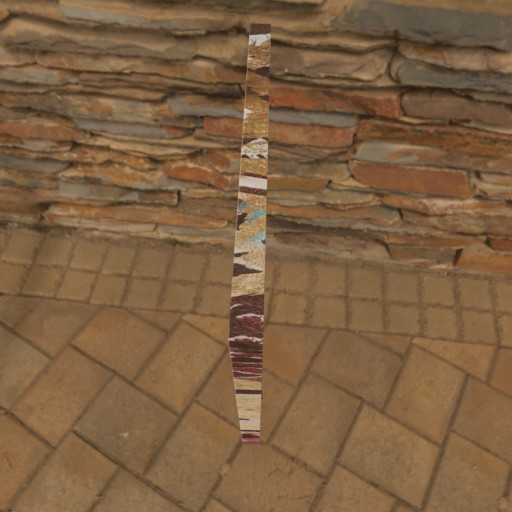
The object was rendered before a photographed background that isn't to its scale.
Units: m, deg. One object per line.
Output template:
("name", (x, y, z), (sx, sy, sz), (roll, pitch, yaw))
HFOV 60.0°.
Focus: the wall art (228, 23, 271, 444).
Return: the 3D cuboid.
("wall art", (0.000, 0.000, 0.898), (0.041, 0.613, 0.609), (2, 57, 1))
